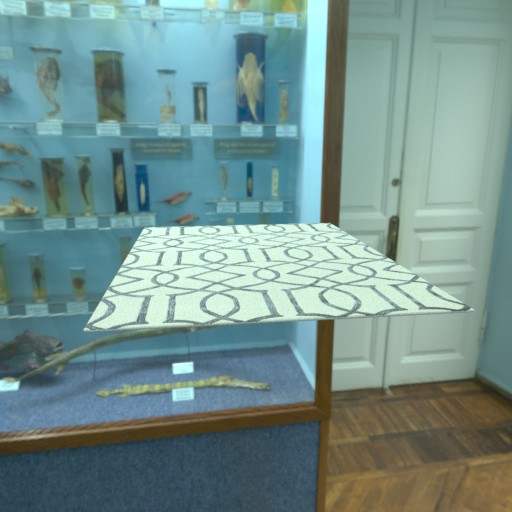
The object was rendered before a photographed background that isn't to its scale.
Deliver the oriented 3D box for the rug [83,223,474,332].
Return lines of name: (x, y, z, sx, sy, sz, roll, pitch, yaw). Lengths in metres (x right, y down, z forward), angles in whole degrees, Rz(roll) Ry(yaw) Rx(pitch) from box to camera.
rug: (0.000, 0.000, 3.853, 2.211, 0.021, 2.910, -2, 15, -7)
